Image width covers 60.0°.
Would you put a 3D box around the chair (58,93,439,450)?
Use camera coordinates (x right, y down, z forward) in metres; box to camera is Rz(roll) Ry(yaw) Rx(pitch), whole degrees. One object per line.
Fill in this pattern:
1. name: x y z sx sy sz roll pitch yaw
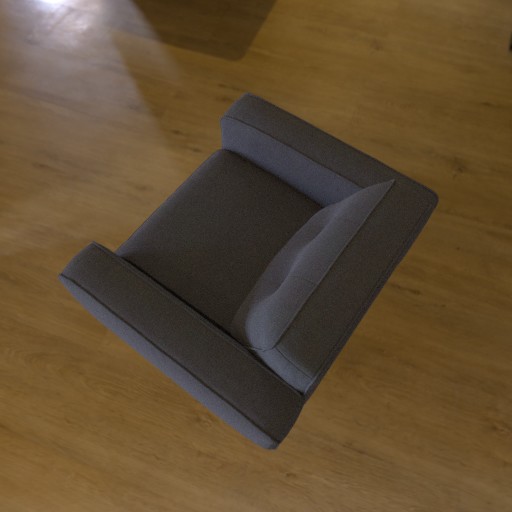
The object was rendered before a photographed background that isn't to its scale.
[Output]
1. chair: 0.000 0.000 1.761 0.953 0.783 1.118 33 68 16
